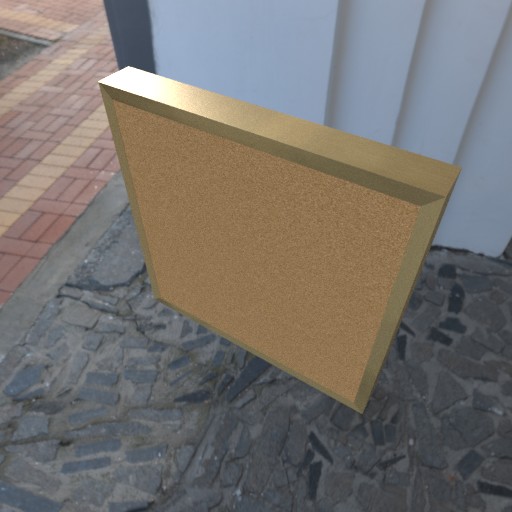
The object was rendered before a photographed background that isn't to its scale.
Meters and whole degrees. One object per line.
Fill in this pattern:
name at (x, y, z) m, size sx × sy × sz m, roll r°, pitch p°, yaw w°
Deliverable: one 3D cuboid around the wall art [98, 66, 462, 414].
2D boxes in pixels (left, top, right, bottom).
wall art at (0.000, 0.000, 0.453) m, size 0.304 × 0.305 × 0.038 m, roll 24°, pitch 50°, yaw 22°
